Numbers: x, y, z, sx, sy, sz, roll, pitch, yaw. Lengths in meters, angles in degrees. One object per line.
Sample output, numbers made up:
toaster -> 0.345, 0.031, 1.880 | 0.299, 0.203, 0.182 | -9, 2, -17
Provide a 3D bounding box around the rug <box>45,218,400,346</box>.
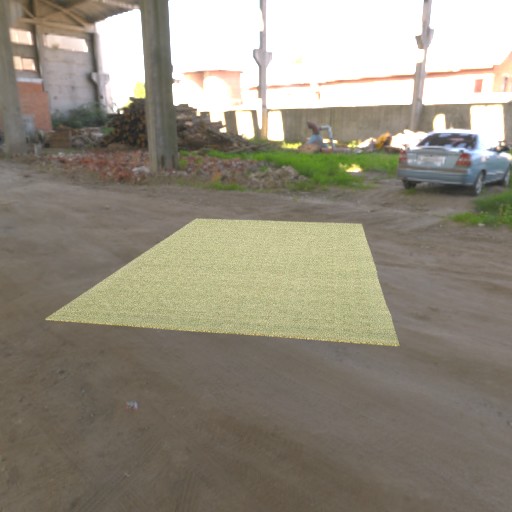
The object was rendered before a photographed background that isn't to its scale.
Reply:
rug -> 0.000, 0.000, 2.214 | 1.143, 0.006, 1.747 | 3, 16, 9
